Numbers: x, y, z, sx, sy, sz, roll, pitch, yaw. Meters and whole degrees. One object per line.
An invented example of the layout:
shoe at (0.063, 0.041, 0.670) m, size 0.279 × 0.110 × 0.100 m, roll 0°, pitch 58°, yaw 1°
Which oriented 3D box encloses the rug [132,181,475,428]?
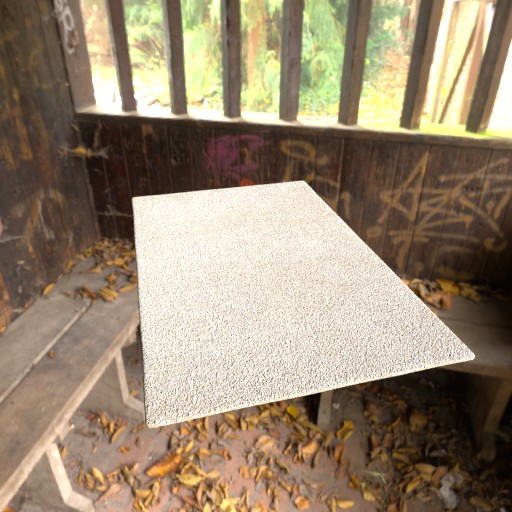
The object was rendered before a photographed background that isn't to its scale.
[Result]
rug at (0.000, 0.000, 3.375) m, size 1.778 × 0.030 × 2.743 m, roll -8°, pitch 32°, yaw -13°
